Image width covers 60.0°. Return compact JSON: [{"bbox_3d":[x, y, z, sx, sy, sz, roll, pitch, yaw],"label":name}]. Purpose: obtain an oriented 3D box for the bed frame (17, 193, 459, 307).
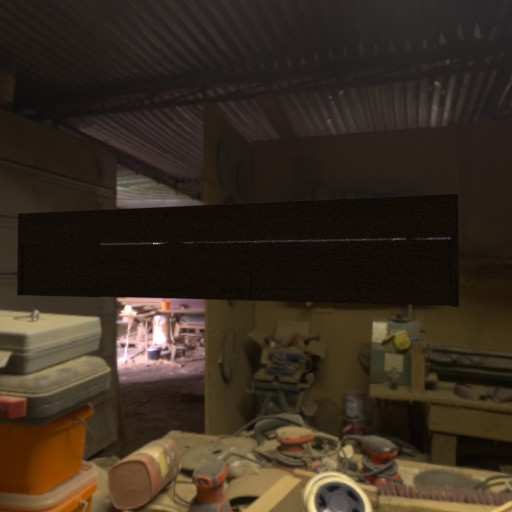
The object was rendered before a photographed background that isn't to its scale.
[{"bbox_3d":[0.000,0.000,2.524,1.944,0.459,1.448,0,-1,18],"label":"bed frame"}]
